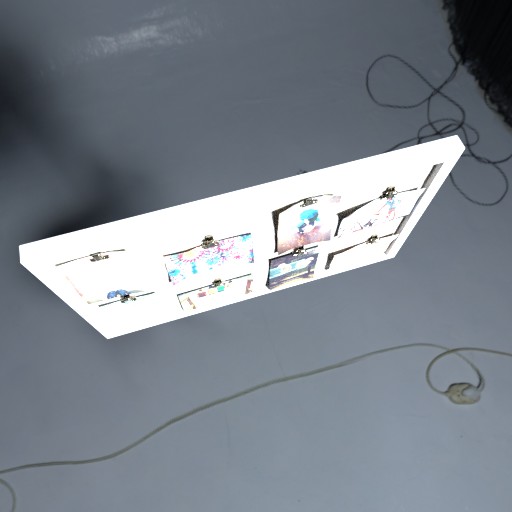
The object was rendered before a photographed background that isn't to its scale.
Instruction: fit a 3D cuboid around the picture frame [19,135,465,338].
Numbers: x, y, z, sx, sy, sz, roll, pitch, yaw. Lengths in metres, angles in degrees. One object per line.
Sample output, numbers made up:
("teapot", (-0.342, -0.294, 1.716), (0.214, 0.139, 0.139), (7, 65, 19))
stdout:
("picture frame", (0.000, 0.000, 0.791), (0.647, 0.379, 0.044), (-15, 65, -7))
